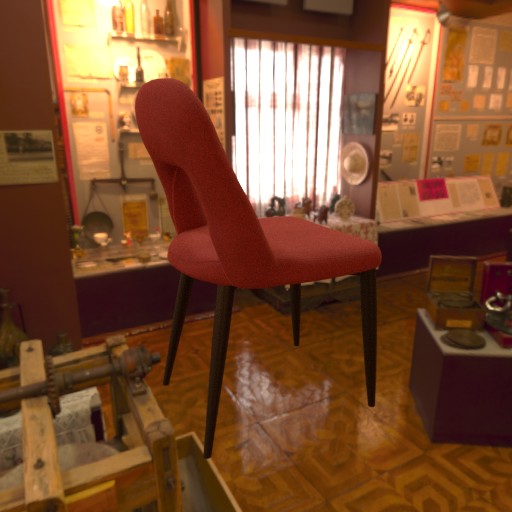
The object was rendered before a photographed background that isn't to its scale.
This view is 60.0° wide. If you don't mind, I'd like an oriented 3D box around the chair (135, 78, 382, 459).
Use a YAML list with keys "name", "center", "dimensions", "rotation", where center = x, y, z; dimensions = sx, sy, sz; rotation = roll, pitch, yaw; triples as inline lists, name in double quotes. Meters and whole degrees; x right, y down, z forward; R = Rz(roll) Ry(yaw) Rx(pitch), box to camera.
- name: "chair"
  center: [0.000, 0.000, 1.232]
  dimensions: [0.569, 0.892, 0.483]
  rotation: [-8, 18, -26]
